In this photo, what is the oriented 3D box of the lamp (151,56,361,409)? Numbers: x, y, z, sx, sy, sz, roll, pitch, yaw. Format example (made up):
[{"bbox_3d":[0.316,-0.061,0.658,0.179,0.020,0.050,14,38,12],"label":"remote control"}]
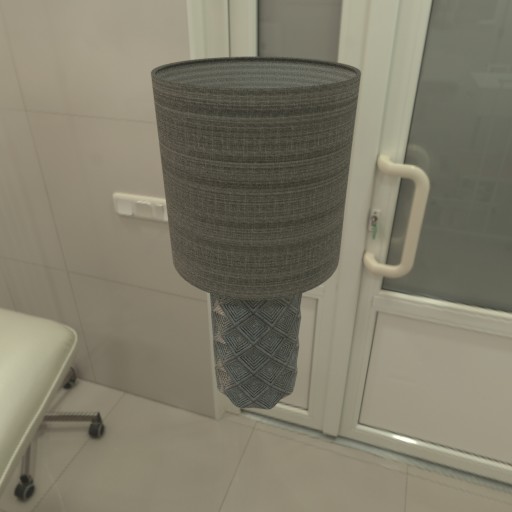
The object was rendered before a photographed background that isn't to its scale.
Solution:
[{"bbox_3d":[0.000,0.000,0.722,0.269,0.566,0.268,10,32,16],"label":"lamp"}]
